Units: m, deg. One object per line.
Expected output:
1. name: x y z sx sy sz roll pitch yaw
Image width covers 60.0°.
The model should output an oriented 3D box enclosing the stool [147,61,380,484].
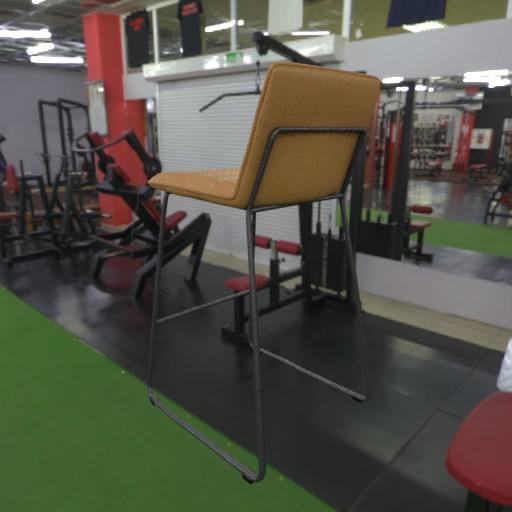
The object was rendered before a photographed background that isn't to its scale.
1. stool: 0.000 0.000 1.244 0.489 0.936 0.524 -15 22 -42
